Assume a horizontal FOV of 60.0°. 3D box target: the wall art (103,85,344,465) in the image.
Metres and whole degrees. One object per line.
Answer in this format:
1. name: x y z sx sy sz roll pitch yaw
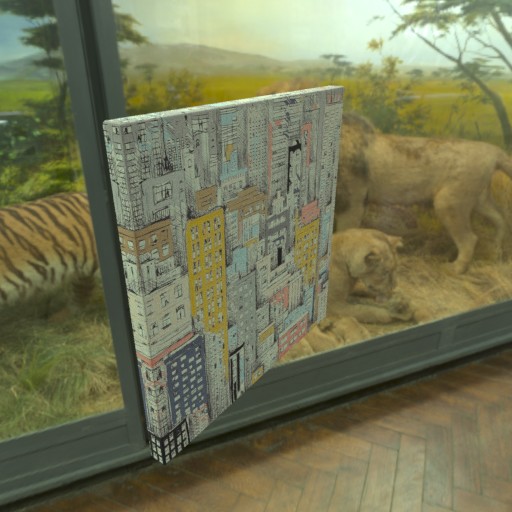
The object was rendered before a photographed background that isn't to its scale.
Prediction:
1. wall art: 0.000 0.000 1.132 0.048 0.762 0.761 18 31 33
